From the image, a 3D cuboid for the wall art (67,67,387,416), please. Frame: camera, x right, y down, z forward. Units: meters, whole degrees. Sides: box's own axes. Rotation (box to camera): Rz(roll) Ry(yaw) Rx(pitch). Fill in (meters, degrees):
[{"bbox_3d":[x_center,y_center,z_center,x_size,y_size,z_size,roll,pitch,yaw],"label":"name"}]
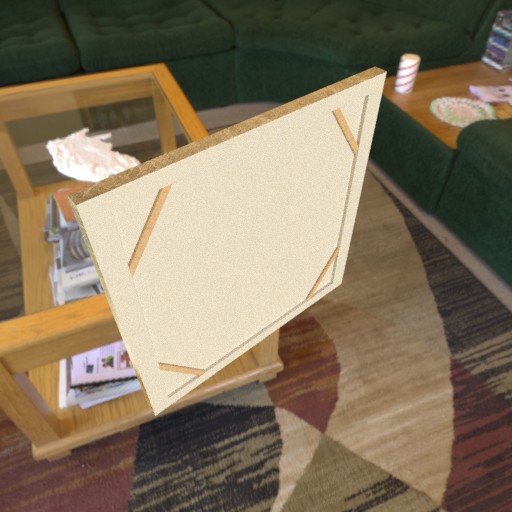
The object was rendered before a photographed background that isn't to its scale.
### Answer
[{"bbox_3d":[0.000,0.000,1.643,1.092,1.091,0.051,-31,53,-26],"label":"wall art"}]
